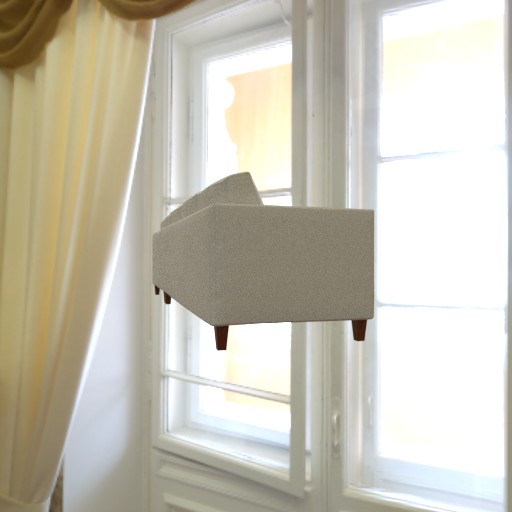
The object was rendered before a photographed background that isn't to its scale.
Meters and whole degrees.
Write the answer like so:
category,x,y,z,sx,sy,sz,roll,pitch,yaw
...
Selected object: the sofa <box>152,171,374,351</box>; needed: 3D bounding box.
category,x,y,z,sx,sy,sz,roll,pitch,yaw
sofa,0.000,0.000,4.078,1.599,0.954,3.471,0,0,-18
